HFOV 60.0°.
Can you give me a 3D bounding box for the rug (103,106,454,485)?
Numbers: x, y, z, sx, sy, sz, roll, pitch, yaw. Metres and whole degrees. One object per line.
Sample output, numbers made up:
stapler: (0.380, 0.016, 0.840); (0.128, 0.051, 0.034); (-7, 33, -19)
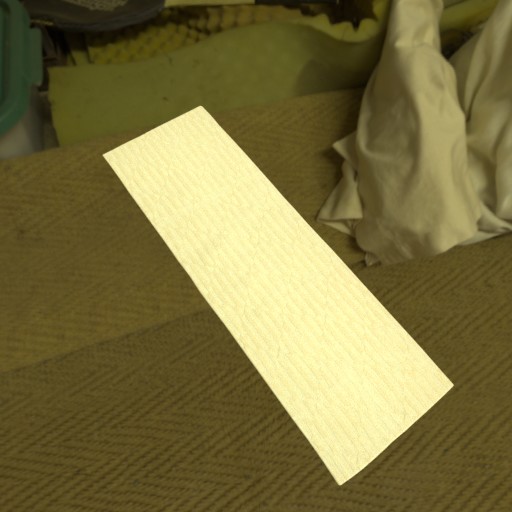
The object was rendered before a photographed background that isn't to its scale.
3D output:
rug: (0.000, 0.000, 2.639); (0.793, 0.014, 2.450); (-33, 67, -15)
